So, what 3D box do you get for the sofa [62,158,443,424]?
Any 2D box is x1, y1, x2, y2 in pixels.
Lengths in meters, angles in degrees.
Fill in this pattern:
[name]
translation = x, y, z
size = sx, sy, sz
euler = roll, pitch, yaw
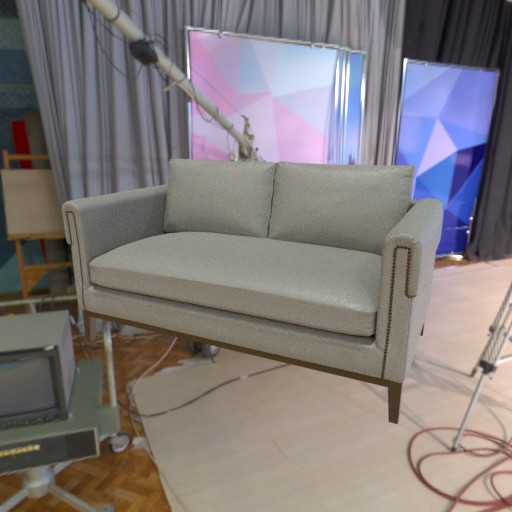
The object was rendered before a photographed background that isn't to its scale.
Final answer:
[sofa]
translation = 0.000, 0.000, 2.147
size = 1.598, 0.873, 0.899
euler = 8, 17, 25
